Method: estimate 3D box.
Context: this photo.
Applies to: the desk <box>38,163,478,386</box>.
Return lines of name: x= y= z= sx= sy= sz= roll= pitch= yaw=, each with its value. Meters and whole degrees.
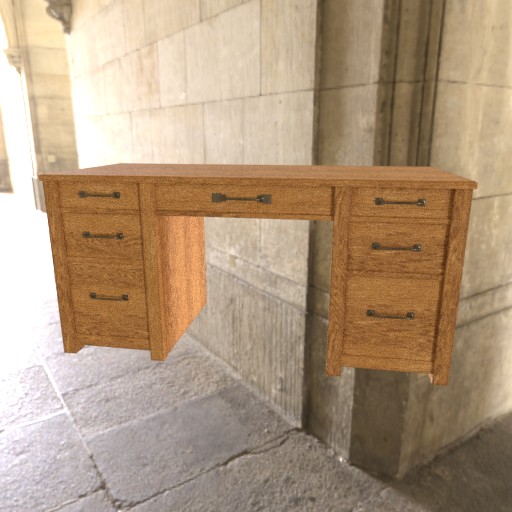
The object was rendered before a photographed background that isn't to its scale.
desk: x=0.000 y=0.000 z=1.972 sx=1.567 sy=0.751 sz=0.685 roll=3 pitch=16 yaw=9
